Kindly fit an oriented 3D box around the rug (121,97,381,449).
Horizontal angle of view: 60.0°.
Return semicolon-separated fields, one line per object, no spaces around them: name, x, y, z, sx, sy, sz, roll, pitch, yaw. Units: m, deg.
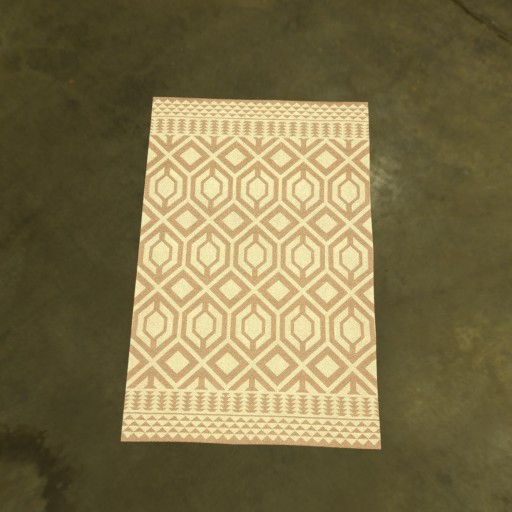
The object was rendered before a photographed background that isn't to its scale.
rug;0.000;0.000;2.298;1.219;0.008;1.829;2;76;0
